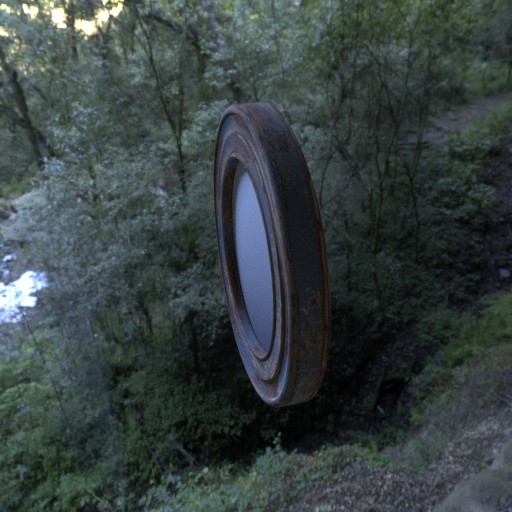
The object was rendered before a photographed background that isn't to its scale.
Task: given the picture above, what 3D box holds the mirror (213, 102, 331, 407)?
[{"bbox_3d":[0.000,0.000,0.896,0.061,0.585,0.585,-8,31,-14],"label":"mirror"}]
